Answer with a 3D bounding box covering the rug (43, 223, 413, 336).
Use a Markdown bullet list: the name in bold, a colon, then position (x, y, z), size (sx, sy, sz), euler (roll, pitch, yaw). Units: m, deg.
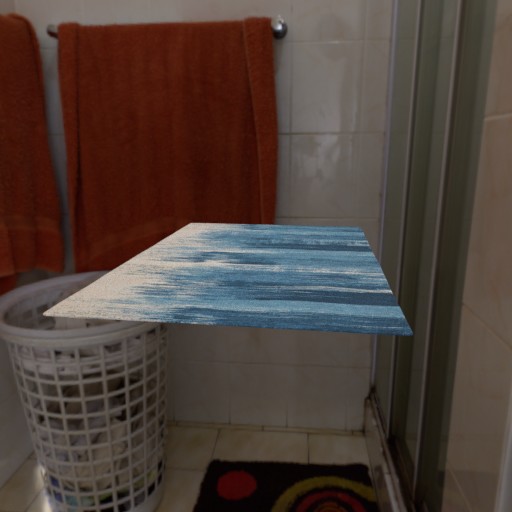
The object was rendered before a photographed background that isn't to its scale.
- **rug**: position (0.000, 0.000, 2.304), size (1.232, 0.009, 1.836), euler (2, 14, 8)
